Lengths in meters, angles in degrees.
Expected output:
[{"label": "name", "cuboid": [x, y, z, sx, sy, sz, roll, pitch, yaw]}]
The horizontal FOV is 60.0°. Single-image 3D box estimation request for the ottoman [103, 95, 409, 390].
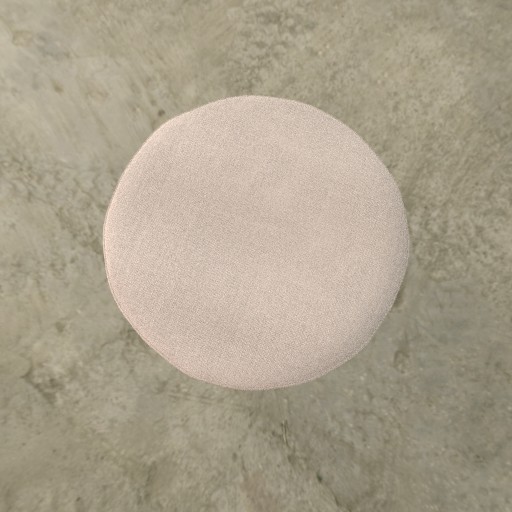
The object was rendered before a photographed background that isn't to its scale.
[{"label": "ottoman", "cuboid": [0.000, 0.000, 0.878, 0.497, 0.409, 0.497, 0, 76, 0]}]
